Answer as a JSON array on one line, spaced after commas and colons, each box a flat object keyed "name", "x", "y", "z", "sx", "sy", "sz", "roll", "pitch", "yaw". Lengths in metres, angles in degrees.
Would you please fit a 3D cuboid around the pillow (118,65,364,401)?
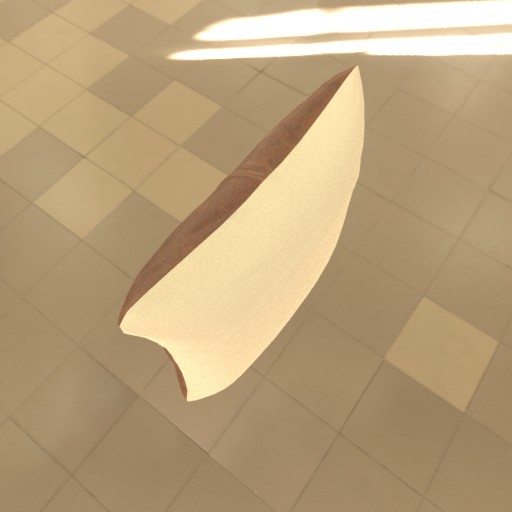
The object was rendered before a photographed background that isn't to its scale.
[{"name": "pillow", "x": 0.000, "y": 0.000, "z": 0.733, "sx": 0.192, "sy": 0.470, "sz": 0.484, "roll": 33, "pitch": 67, "yaw": 16}]
